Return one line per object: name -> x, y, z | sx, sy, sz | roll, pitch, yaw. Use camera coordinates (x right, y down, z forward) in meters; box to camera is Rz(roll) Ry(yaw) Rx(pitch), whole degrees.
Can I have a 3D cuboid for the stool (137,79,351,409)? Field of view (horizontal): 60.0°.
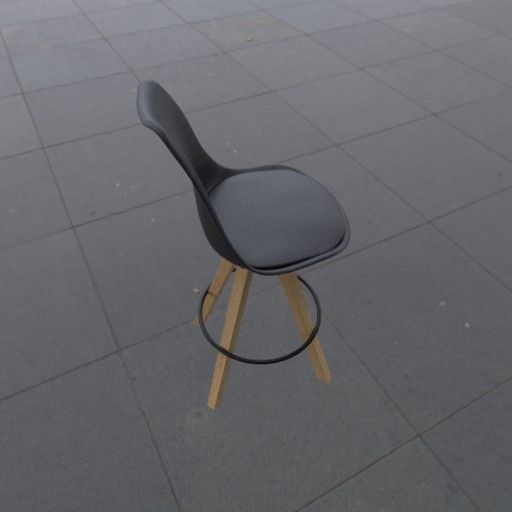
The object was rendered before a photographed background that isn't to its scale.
stool -> 0.000, 0.000, 1.428 | 0.550, 1.115, 0.485 | -10, 47, -9
